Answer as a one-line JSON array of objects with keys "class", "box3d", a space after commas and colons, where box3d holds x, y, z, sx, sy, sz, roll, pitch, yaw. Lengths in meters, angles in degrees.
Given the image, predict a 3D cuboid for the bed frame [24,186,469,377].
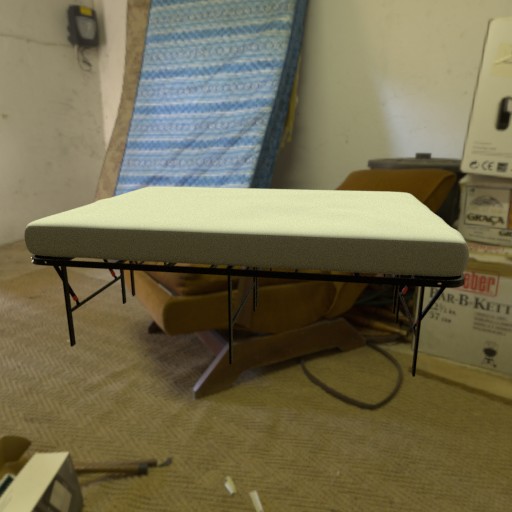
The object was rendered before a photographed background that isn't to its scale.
[{"class": "bed frame", "box3d": [0.000, 0.000, 2.528, 1.905, 0.637, 1.372, 3, 16, 9]}]
